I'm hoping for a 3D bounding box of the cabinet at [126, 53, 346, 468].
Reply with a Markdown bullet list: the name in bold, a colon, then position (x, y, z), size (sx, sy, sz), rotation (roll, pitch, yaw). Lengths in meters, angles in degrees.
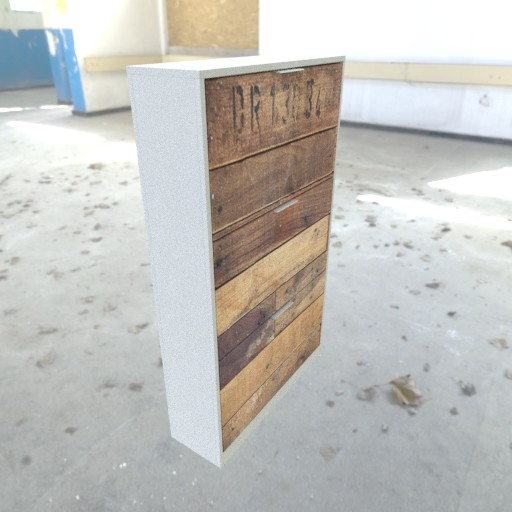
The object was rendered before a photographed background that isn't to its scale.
- **cabinet**: position (0.000, 0.000, 1.580), size (0.250, 1.280, 0.750), rotation (18, 32, 31)
